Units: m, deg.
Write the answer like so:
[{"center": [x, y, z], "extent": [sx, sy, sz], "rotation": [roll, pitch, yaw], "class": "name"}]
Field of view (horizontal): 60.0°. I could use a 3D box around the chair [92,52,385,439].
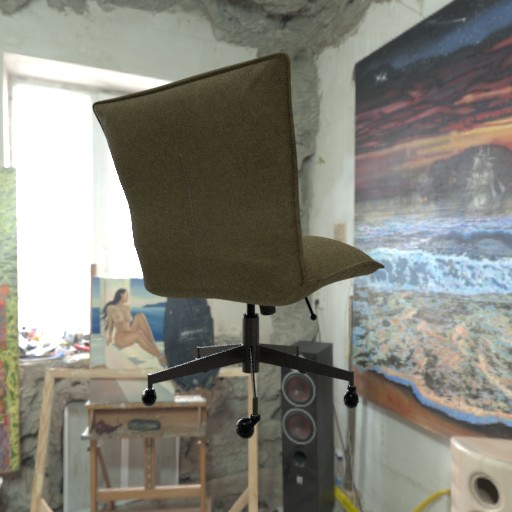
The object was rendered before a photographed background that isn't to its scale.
[{"center": [0.000, 0.000, 1.281], "extent": [0.597, 0.811, 0.696], "rotation": [1, 1, 34], "class": "chair"}]
